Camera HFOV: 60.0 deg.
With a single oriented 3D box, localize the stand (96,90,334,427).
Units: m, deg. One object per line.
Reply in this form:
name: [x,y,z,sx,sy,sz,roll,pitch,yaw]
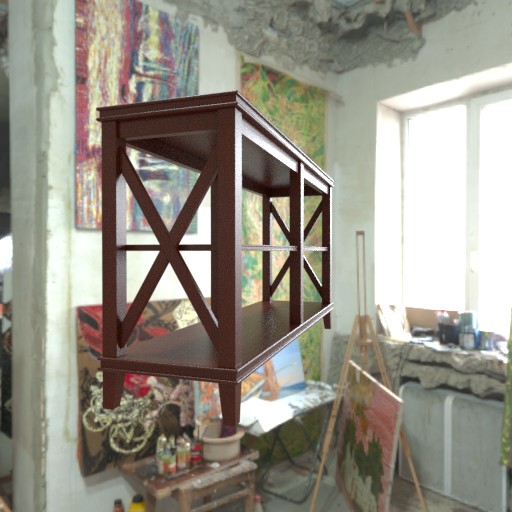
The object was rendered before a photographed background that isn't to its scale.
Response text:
stand: [0.000,0.000,1.704,0.381,0.762,1.372,0,1,19]
